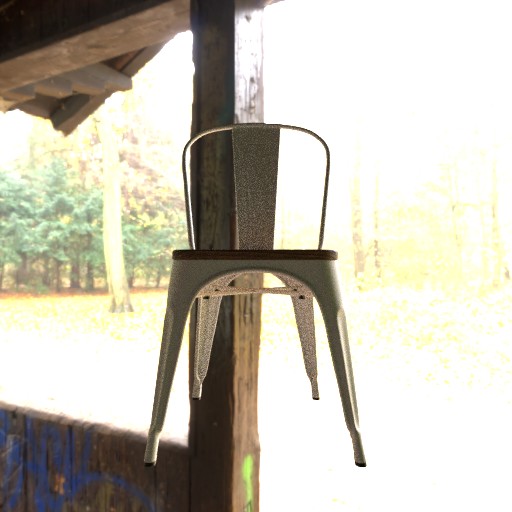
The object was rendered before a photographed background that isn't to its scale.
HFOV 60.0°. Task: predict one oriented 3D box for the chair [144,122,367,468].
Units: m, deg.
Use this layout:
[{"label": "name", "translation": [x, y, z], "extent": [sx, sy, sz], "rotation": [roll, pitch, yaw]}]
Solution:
[{"label": "chair", "translation": [0.000, 0.000, 1.150], "extent": [0.452, 0.851, 0.521], "rotation": [0, -1, 0]}]
